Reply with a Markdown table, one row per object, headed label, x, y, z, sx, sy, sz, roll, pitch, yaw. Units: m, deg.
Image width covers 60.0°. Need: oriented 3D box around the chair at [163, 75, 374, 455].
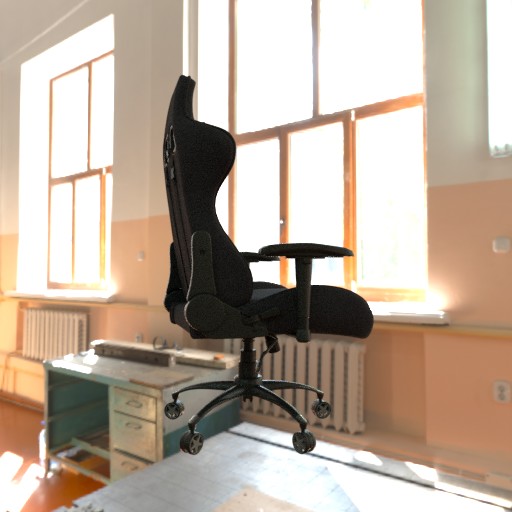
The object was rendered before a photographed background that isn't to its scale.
| label | x | y | z | sx | sy | sz | roll | pitch | yaw |
| --- | --- | --- | --- | --- | --- | --- | --- | --- | --- |
| chair | 0.000 | 0.000 | 1.728 | 0.695 | 1.300 | 0.730 | 1 | -2 | -19 |
